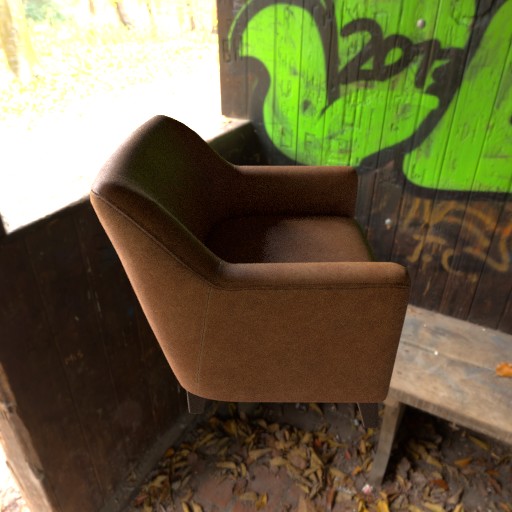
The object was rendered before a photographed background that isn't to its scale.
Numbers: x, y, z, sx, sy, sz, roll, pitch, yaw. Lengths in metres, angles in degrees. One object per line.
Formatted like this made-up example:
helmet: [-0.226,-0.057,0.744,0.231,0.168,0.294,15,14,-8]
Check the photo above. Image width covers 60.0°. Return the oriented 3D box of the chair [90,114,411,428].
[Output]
chair: [0.000,0.000,1.859,1.034,0.980,1.037,0,31,0]
